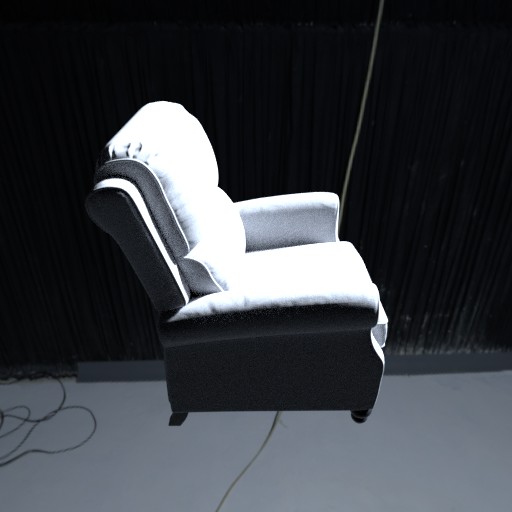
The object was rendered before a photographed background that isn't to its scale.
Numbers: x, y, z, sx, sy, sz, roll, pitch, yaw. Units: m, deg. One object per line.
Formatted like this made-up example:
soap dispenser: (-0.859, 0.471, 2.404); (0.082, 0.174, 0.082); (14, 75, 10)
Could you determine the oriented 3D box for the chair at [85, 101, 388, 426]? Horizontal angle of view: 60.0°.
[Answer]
chair: (0.000, 0.000, 1.706); (0.919, 1.046, 0.859); (0, 31, -1)
